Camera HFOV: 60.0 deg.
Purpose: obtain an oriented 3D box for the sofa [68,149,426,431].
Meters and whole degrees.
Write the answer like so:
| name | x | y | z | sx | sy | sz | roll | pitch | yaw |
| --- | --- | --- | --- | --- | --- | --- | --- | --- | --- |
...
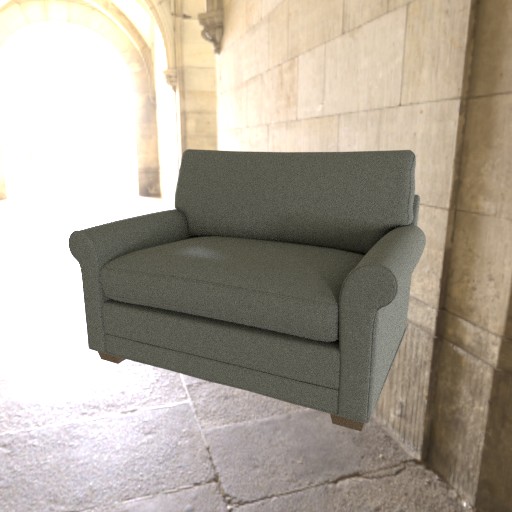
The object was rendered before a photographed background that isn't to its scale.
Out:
| name | x | y | z | sx | sy | sz | roll | pitch | yaw |
| --- | --- | --- | --- | --- | --- | --- | --- | --- | --- |
| sofa | 0.000 | 0.000 | 2.048 | 1.410 | 0.953 | 0.940 | 7 | 16 | 25 |
